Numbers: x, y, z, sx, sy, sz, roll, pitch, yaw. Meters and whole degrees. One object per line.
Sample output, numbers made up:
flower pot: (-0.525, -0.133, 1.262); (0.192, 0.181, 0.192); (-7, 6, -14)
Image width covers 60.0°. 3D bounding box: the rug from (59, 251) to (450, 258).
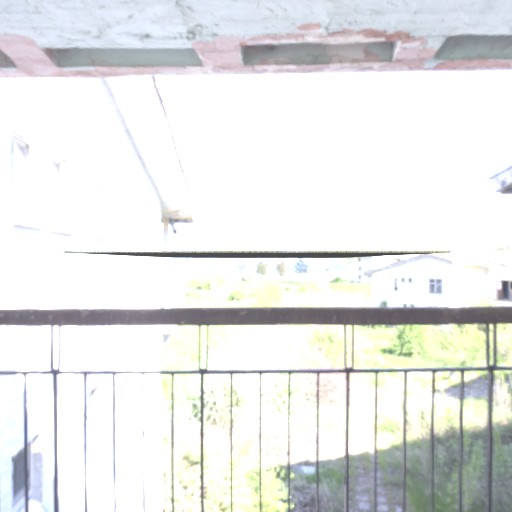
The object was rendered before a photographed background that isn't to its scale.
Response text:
rug: (0.000, 0.000, 2.163); (1.143, 0.006, 1.747); (0, -1, 0)
